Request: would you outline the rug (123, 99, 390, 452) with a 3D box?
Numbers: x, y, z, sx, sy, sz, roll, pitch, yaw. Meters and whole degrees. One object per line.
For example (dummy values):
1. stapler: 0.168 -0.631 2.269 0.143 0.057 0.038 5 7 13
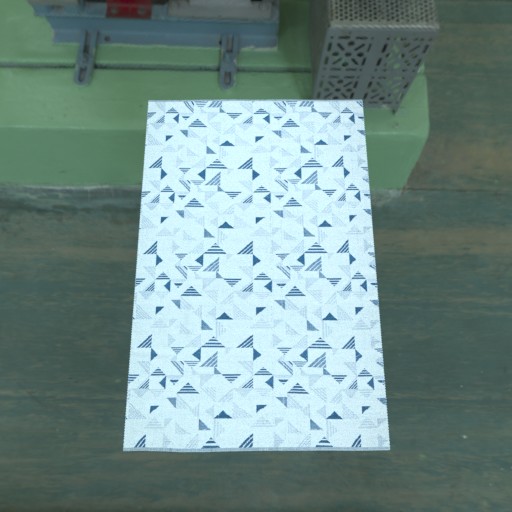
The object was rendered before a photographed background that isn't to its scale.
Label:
1. rug: 0.000 0.000 2.249 1.206 0.003 1.835 0 74 0
